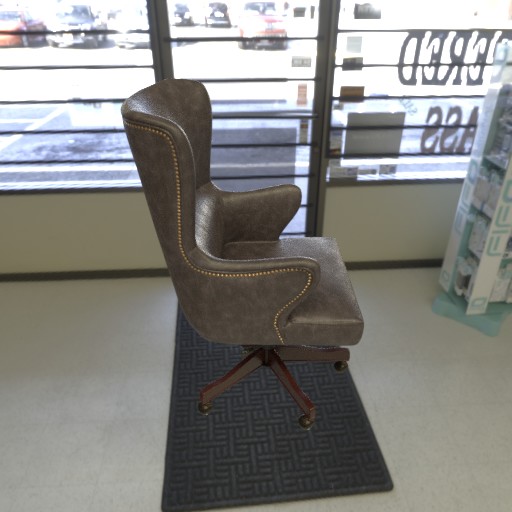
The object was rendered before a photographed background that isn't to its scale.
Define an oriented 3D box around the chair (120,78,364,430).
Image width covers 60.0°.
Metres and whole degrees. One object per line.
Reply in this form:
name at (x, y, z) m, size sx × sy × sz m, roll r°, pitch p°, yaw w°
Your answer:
chair at (0.000, 0.000, 1.474) m, size 0.717 × 1.037 × 0.594 m, roll 0°, pitch 30°, yaw 0°
